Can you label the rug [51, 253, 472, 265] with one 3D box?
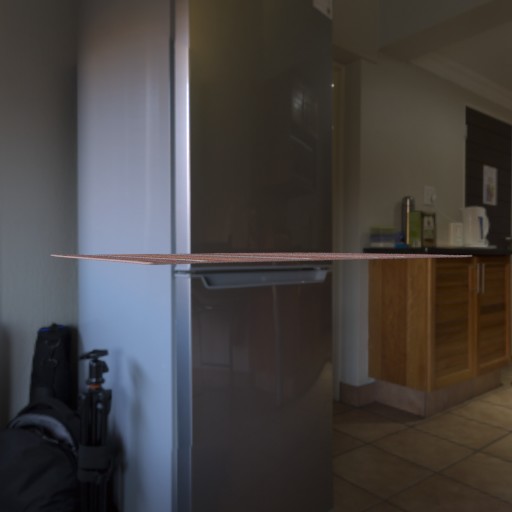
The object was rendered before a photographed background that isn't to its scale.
[{"bbox_3d":[0.000,0.000,4.133,3.092,0.023,2.479,-1,1,-35],"label":"rug"}]
